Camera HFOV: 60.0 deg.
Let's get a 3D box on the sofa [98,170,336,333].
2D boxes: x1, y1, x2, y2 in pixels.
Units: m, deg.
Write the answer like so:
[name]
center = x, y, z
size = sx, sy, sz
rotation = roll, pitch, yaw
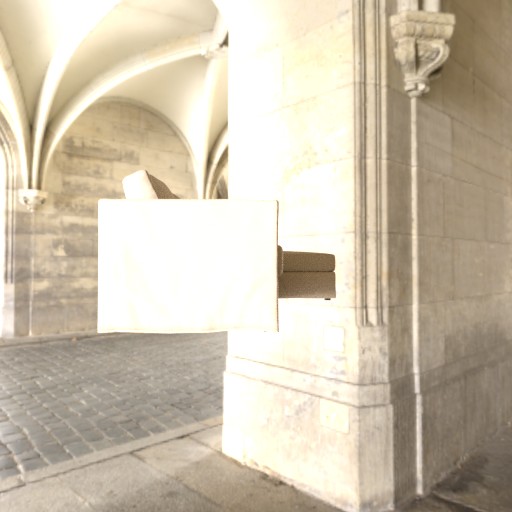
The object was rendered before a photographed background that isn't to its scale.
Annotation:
[sofa]
center = 0.000, 0.000, 3.838
size = 1.622, 0.871, 3.206
rotation = 0, -1, 0
